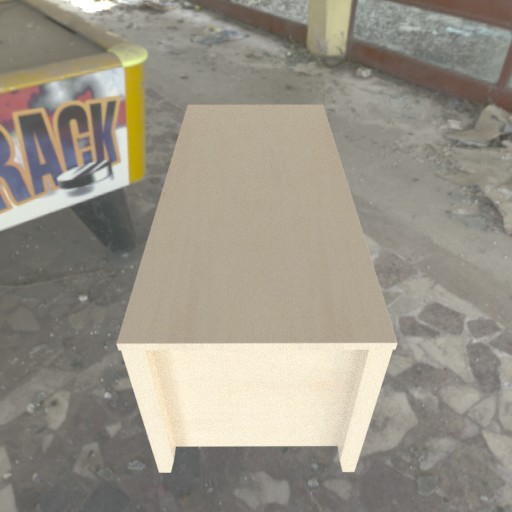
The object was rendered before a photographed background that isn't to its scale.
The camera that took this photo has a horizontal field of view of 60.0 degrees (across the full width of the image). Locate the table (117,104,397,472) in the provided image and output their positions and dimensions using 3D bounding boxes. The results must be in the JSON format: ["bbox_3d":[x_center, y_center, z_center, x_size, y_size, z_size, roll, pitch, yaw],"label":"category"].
[{"bbox_3d":[0.000,0.000,1.263,0.457,0.483,1.016,0,40,0],"label":"table"}]
